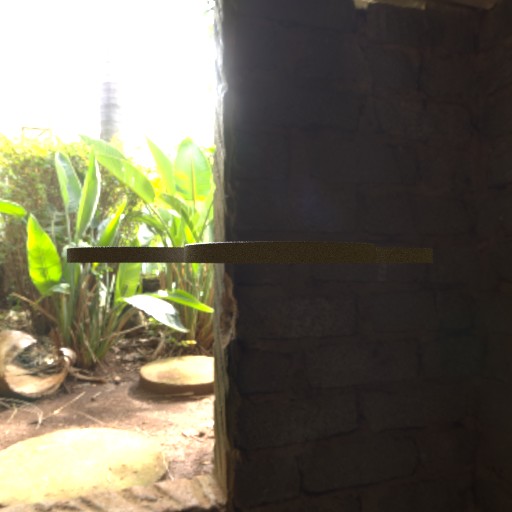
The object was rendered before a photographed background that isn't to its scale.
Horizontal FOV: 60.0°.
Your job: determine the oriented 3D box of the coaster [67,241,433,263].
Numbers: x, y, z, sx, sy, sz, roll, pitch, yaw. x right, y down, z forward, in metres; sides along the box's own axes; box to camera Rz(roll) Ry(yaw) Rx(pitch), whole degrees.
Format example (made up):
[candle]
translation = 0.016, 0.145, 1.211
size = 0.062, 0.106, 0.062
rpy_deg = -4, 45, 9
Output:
[coaster]
translation = 0.000, 0.000, 0.335
size = 0.224, 0.010, 0.220
rpy_deg = -1, -1, 37
